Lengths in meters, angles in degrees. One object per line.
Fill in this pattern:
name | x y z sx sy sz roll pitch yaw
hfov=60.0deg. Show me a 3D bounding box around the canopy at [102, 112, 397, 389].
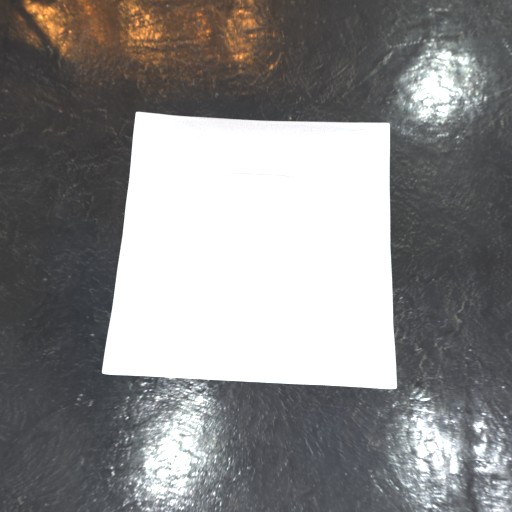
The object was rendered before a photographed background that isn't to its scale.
canopy | 0.000 0.000 5.534 2.998 2.997 2.996 3 76 1
